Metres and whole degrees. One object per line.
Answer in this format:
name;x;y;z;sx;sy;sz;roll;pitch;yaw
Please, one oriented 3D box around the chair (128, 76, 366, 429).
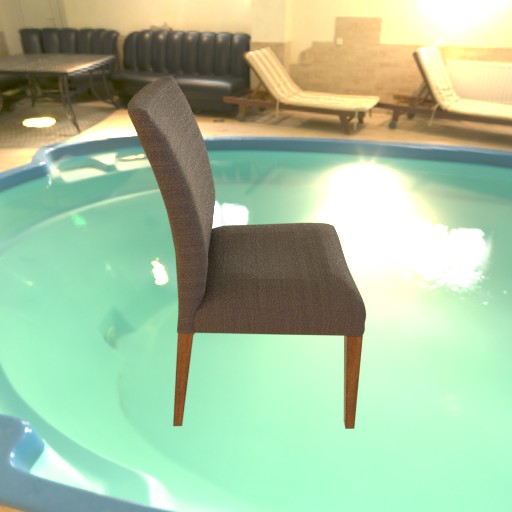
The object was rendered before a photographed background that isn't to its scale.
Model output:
chair;0.000;0.000;1.310;0.585;0.940;0.496;-1;31;-1
